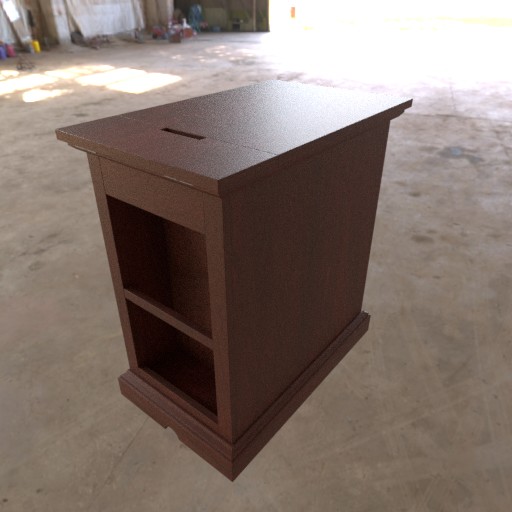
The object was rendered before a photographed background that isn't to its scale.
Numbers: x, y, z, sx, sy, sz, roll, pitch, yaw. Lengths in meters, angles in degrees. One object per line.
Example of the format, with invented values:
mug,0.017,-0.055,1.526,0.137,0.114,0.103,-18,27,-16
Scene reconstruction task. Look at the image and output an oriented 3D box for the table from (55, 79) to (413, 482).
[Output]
table,0.000,0.000,0.965,0.356,0.612,0.584,22,38,32
